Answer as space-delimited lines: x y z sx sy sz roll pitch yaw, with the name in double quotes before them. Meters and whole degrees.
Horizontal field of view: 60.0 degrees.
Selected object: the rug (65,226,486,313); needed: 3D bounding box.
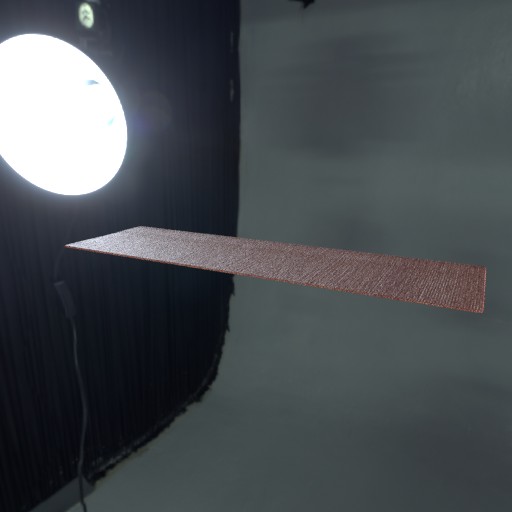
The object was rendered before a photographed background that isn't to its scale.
"rug" 0.000 0.000 2.496 2.307 0.012 0.687 8 17 26
